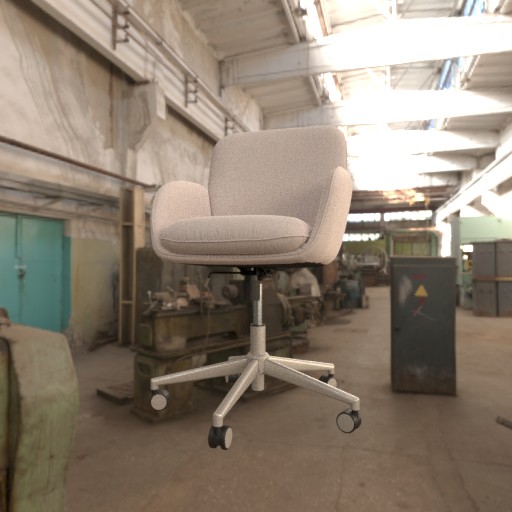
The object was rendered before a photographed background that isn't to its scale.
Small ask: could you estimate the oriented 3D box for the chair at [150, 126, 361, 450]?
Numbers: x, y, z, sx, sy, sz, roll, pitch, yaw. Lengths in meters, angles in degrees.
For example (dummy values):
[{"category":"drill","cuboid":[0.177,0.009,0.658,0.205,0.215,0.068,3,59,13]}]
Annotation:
[{"category":"chair","cuboid":[0.000,0.000,1.377,0.648,0.959,0.633,0,-1,18]}]
